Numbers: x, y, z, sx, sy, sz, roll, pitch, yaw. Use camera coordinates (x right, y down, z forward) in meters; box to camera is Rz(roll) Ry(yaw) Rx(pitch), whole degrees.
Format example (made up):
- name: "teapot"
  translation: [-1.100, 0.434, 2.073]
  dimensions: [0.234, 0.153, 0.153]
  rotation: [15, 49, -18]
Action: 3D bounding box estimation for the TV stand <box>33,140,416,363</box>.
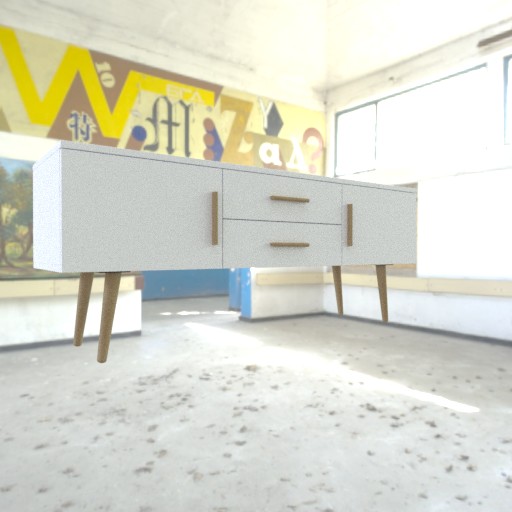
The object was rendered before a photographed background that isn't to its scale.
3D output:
- name: "TV stand"
  translation: [0.000, 0.000, 1.606]
  dimensions: [1.398, 0.560, 0.401]
  rotation: [0, 1, -36]
